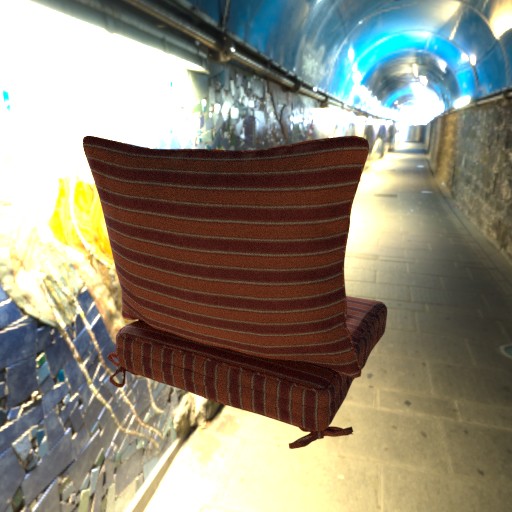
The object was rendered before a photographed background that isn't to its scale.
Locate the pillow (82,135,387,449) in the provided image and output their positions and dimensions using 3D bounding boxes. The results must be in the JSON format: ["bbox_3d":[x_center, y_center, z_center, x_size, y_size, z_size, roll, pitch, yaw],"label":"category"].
[{"bbox_3d":[0.000,0.000,1.368,0.799,0.723,0.733,8,18,27],"label":"pillow"}]
